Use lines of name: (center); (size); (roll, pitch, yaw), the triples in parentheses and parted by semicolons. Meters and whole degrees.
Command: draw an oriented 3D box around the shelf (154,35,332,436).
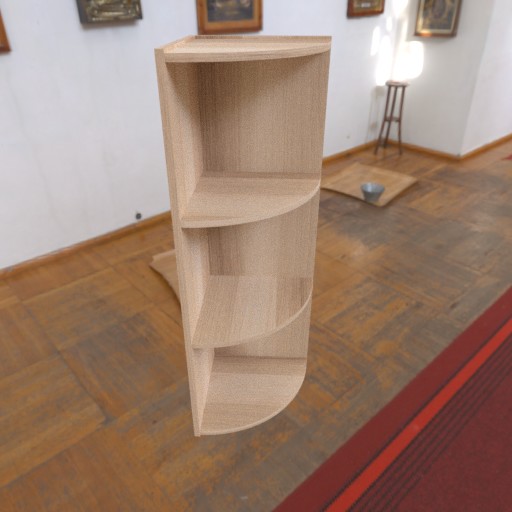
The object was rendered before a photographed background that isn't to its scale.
shelf: (0.000, 0.000, 0.997); (0.290, 0.872, 0.290); (1, 30, 3)
